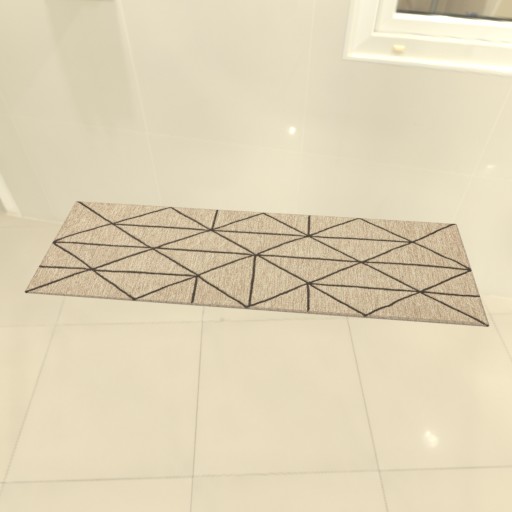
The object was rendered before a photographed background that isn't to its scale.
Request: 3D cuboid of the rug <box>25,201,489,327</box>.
[{"bbox_3d":[0.000,0.000,2.573,2.438,0.012,0.762,4,47,4],"label":"rug"}]
